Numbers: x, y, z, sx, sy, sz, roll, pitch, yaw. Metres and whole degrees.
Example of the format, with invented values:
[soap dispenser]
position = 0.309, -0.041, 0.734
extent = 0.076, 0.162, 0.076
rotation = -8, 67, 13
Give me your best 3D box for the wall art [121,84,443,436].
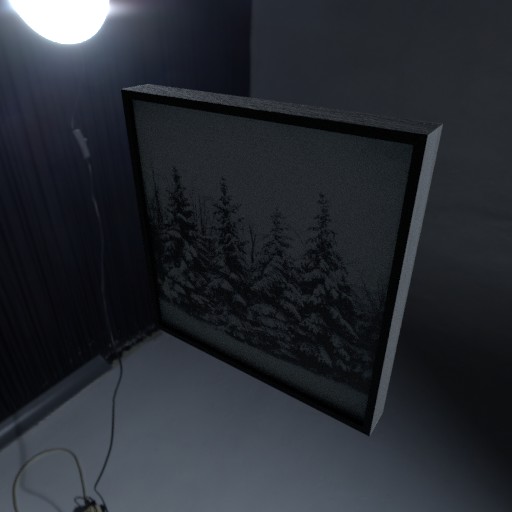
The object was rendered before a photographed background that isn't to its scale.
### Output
[wall art]
position = 0.000, 0.000, 0.461
extent = 0.305, 0.305, 0.037
rotation = 19, 35, 29
